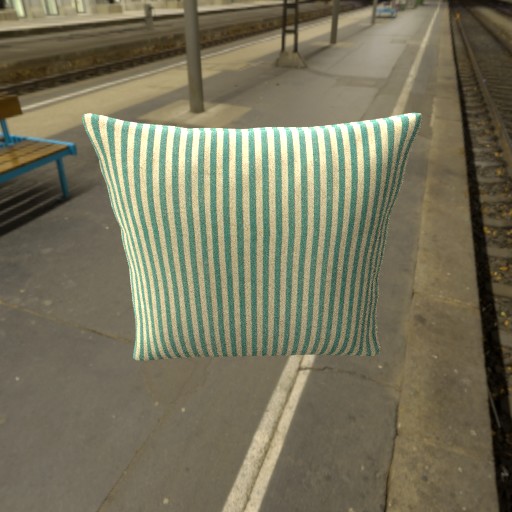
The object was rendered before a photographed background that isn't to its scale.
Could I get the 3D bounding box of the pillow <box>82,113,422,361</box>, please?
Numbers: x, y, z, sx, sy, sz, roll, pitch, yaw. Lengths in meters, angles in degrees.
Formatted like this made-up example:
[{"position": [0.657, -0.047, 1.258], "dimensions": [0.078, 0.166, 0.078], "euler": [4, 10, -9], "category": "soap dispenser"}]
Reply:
[{"position": [0.000, 0.000, 0.807], "dimensions": [0.523, 0.510, 0.166], "euler": [-1, 31, -1], "category": "pillow"}]
